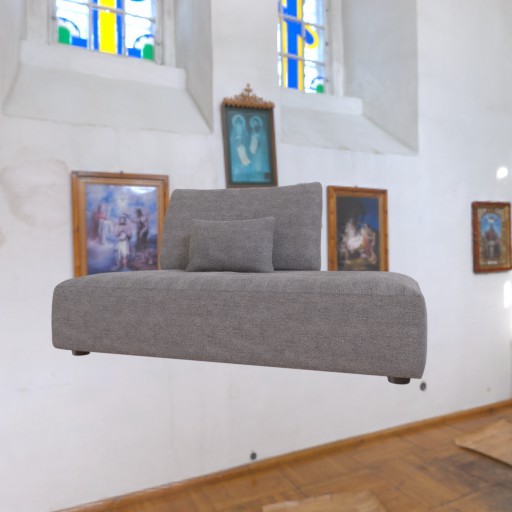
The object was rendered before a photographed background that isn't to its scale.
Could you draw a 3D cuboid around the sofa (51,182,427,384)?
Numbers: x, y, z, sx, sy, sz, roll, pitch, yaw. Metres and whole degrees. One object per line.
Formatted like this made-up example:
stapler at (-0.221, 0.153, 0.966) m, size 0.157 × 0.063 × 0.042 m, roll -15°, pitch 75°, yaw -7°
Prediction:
sofa at (0.000, 0.000, 2.040) m, size 1.450 × 0.820 × 1.002 m, roll 0°, pitch 0°, yaw 19°
